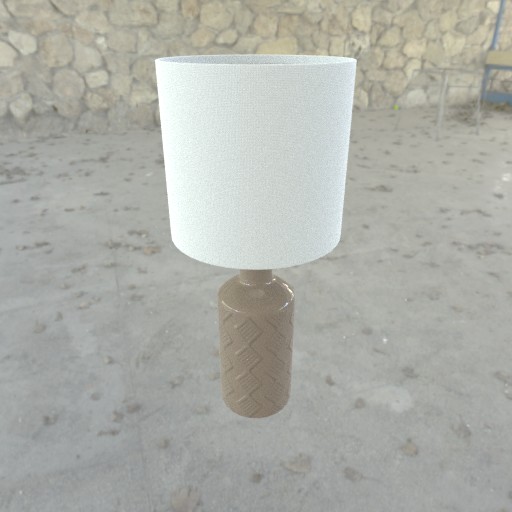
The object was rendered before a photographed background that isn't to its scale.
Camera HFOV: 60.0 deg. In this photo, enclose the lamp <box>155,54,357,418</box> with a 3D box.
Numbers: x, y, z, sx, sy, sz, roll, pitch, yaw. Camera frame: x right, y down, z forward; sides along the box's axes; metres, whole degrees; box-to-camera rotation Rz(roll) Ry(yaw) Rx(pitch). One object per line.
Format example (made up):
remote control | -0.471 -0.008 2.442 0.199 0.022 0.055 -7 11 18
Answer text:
lamp | 0.000 0.000 0.566 0.207 0.461 0.207 -9 28 -17
